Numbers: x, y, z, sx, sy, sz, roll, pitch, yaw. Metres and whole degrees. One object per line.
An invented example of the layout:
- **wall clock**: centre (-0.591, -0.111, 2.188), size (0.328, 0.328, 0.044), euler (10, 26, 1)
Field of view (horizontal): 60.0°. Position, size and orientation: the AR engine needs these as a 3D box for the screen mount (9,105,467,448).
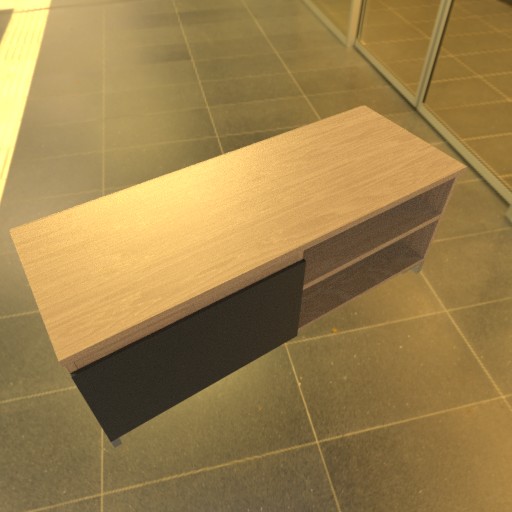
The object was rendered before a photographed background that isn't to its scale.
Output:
- **screen mount**: centre (0.000, 0.000, 1.253), size (1.084, 0.432, 0.406), euler (-25, 51, -22)
